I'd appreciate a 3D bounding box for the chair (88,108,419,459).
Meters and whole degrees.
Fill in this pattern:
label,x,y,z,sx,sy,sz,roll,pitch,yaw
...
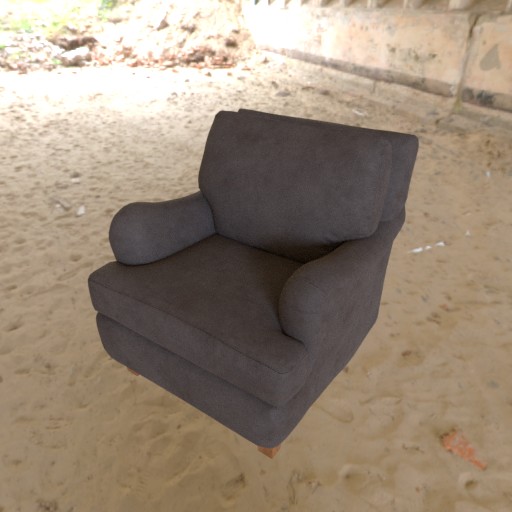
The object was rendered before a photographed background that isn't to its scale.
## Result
label,x,y,z,sx,sy,sz,roll,pitch,yaw
chair,0.000,0.000,1.837,0.955,0.997,1.070,19,35,29
